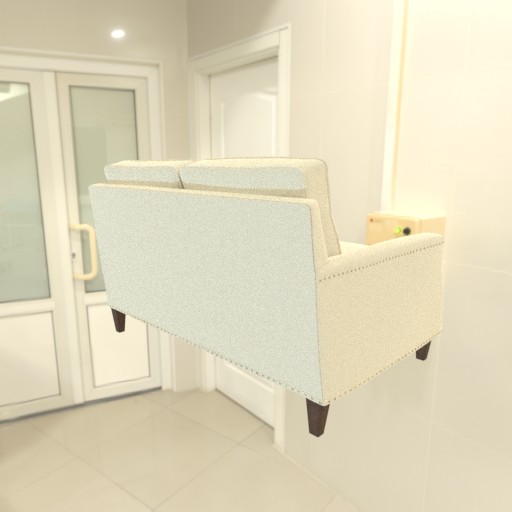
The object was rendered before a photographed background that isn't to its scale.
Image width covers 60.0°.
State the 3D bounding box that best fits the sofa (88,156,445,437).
[{"bbox_3d":[0.000,0.000,2.312,1.597,1.003,1.084,12,17,43],"label":"sofa"}]
